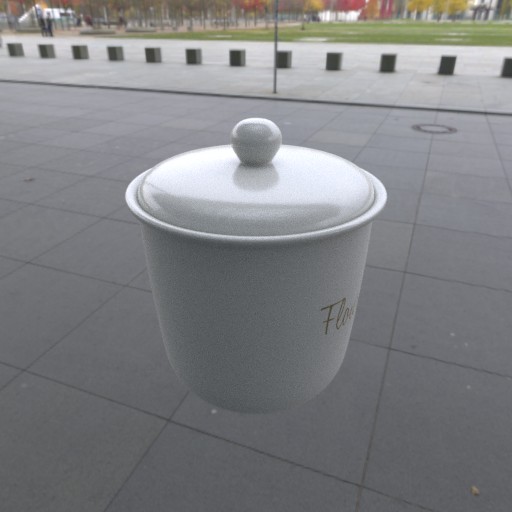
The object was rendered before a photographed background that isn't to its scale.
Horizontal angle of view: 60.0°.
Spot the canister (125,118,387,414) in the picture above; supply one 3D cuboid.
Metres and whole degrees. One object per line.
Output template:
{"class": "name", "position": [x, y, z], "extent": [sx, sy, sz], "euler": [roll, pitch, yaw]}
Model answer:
{"class": "canister", "position": [0.000, 0.000, 0.345], "extent": [0.182, 0.208, 0.182], "euler": [0, 28, 0]}
